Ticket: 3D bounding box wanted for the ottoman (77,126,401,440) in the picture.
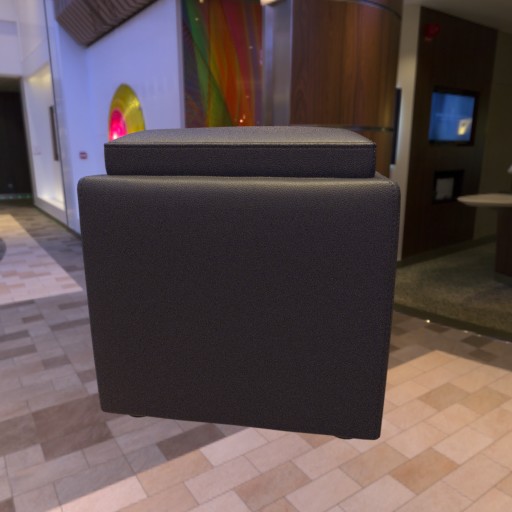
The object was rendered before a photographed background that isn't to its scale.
[{"bbox_3d":[0.000,0.000,0.825,0.450,0.460,0.451,2,14,9],"label":"ottoman"}]
